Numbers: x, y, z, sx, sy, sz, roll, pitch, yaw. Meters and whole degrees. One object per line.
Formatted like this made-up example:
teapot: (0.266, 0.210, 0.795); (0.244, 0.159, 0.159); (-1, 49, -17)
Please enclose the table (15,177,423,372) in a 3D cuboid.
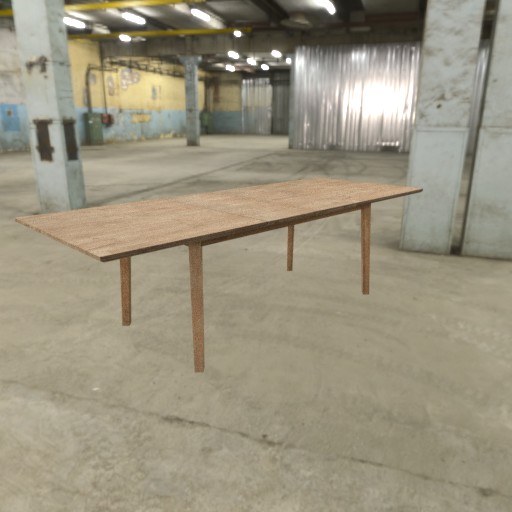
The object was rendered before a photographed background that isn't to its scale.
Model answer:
table: (0.000, 0.000, 2.986); (2.603, 0.752, 1.000); (-16, 23, -42)
